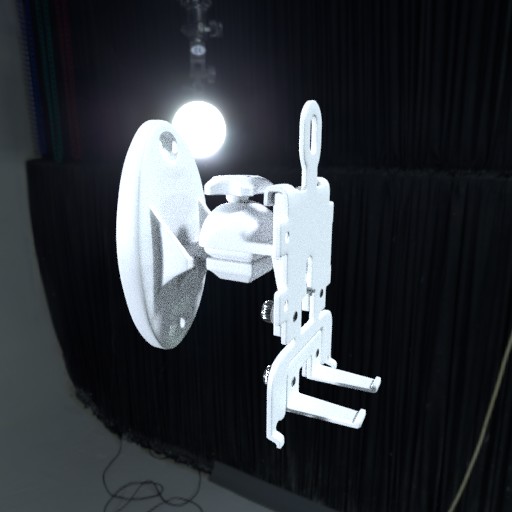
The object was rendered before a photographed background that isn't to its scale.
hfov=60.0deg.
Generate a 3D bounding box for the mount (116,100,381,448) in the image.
[{"bbox_3d":[0.000,0.000,0.180,0.100,0.118,0.066,7,16,26],"label":"mount"}]
